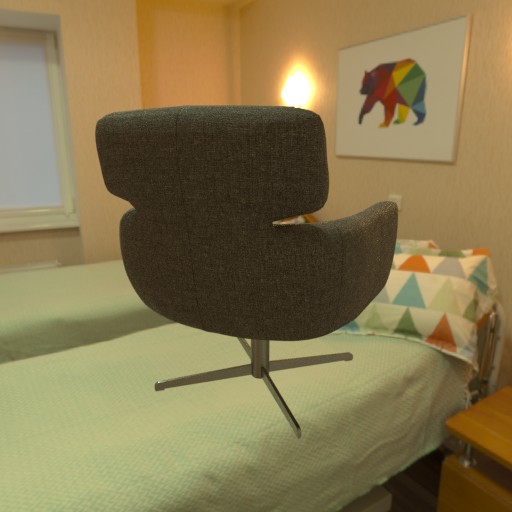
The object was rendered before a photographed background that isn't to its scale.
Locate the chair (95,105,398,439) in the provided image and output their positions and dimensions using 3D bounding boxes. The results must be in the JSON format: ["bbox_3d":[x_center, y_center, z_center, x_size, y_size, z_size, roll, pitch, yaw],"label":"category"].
[{"bbox_3d":[0.000,0.000,1.316,0.706,0.812,0.715,8,17,27],"label":"chair"}]
